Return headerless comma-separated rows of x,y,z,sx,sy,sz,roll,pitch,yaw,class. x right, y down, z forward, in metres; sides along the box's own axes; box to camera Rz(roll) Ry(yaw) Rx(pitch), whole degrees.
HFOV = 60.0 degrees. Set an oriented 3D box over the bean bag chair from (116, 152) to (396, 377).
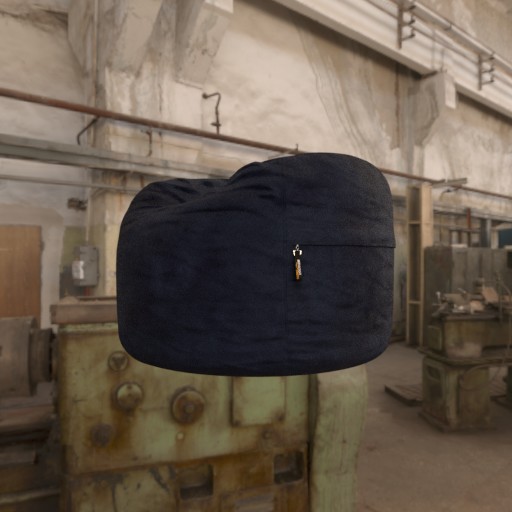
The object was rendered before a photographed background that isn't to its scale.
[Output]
0.000,0.000,1.519,0.918,0.616,0.918,0,0,0,bean bag chair
